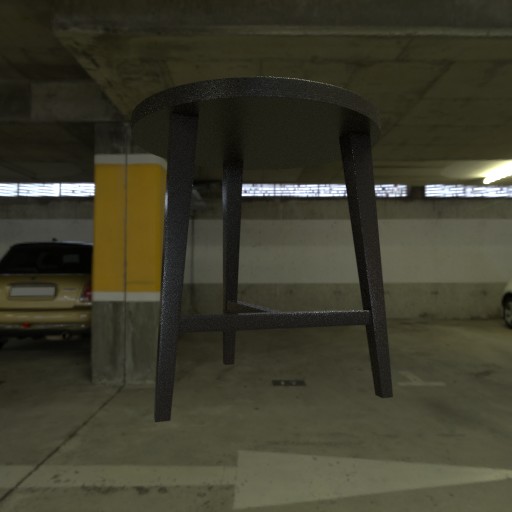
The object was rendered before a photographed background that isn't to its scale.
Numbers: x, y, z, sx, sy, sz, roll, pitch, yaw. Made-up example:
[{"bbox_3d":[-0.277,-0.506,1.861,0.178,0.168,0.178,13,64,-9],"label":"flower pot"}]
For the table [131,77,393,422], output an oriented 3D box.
[{"bbox_3d":[0.000,0.000,0.915,0.500,0.531,0.500,0,-2,0],"label":"table"}]
